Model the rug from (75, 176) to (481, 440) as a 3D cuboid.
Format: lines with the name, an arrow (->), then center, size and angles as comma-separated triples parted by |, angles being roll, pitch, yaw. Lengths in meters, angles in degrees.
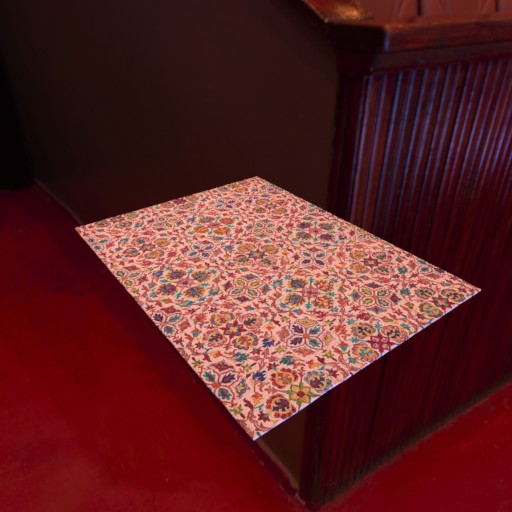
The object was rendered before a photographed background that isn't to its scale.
rug -> 0.000, 0.000, 4.282 | 2.446, 0.020, 3.215 | -22, 38, -31
